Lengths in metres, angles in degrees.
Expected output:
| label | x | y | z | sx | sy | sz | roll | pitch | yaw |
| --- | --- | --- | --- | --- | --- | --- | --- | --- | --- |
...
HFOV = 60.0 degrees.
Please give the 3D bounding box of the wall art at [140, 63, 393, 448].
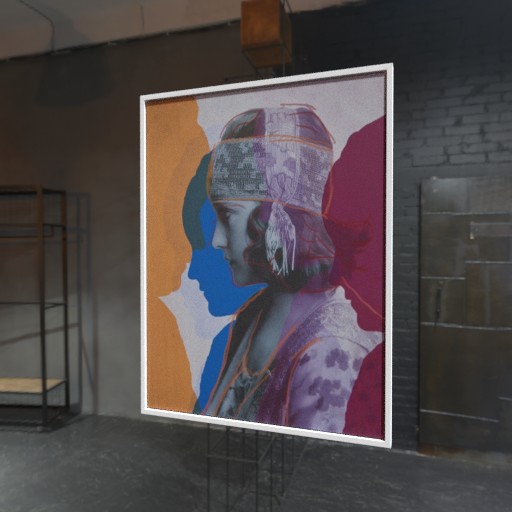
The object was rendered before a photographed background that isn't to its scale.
| label | x | y | z | sx | sy | sz | roll | pitch | yaw |
| --- | --- | --- | --- | --- | --- | --- | --- | --- | --- |
| wall art | 0.000 | 0.000 | 1.353 | 0.795 | 1.050 | 0.039 | 0 | 1 | 19 |
